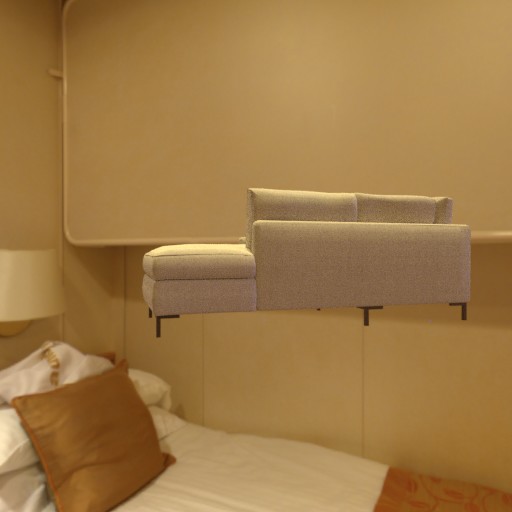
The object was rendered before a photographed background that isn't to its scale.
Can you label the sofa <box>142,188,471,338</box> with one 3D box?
[{"bbox_3d":[0.000,0.000,3.646,1.879,0.756,2.737,0,1,-17],"label":"sofa"}]
